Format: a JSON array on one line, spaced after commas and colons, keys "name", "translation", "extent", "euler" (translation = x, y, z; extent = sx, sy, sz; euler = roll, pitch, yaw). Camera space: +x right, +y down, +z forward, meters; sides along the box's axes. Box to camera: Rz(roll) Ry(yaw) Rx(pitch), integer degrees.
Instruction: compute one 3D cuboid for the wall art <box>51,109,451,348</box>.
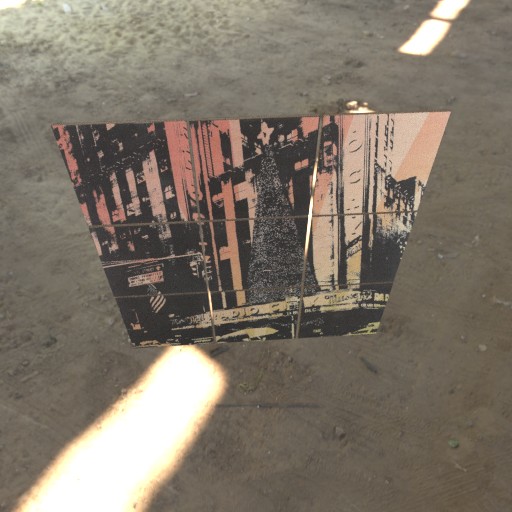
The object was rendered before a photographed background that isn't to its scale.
[{"name": "wall art", "translation": [0.000, 0.000, 1.346], "extent": [0.919, 0.917, 0.010], "euler": [-3, 46, -3]}]
